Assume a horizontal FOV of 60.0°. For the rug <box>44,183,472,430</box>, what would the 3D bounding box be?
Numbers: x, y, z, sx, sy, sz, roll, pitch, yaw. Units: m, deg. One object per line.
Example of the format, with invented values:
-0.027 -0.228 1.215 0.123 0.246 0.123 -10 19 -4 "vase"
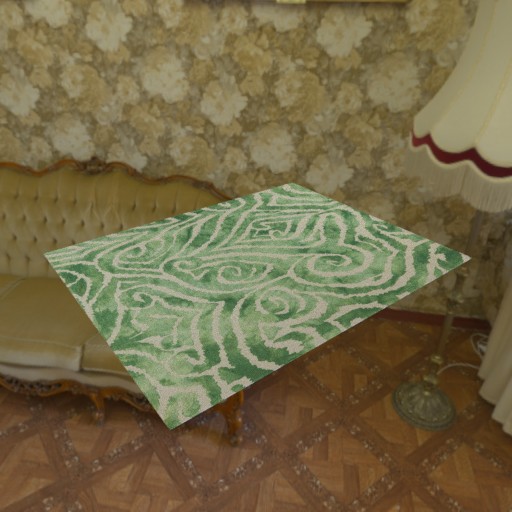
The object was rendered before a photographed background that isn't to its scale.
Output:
0.000 0.000 4.032 3.045 0.007 2.436 -21 36 -32 "rug"
